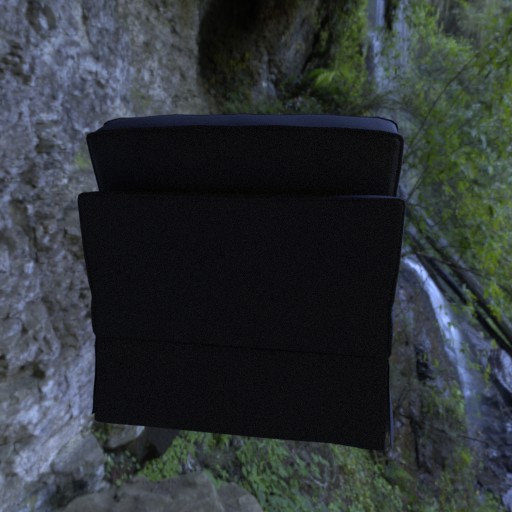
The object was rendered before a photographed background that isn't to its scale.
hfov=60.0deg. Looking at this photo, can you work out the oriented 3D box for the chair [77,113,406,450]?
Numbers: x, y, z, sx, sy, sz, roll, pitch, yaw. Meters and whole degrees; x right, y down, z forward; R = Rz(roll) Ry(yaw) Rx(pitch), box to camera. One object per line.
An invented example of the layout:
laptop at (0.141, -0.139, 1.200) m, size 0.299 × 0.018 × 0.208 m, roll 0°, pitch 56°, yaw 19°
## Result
chair at (0.000, 0.000, 1.924) m, size 1.119 × 1.140 × 1.002 m, roll 2°, pitch 14°, yaw 9°
